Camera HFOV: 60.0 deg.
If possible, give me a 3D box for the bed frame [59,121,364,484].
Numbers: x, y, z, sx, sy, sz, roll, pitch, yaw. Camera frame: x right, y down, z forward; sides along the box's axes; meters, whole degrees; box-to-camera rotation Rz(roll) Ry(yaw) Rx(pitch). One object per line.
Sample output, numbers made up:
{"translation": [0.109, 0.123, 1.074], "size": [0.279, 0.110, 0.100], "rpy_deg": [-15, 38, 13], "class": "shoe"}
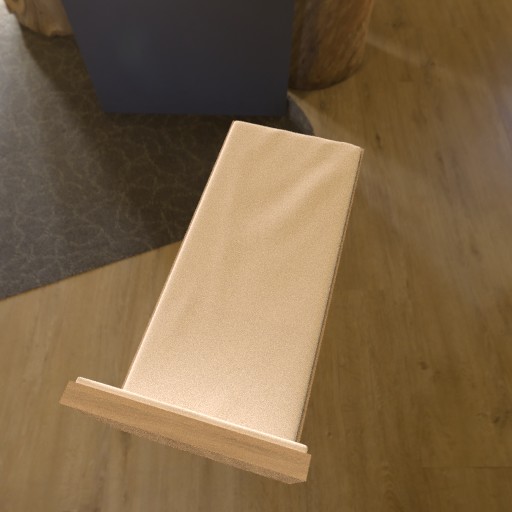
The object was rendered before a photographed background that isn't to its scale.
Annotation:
{"translation": [0.000, 0.000, 2.556], "size": [0.990, 0.920, 2.140], "rpy_deg": [14, 63, 7], "class": "bed frame"}
